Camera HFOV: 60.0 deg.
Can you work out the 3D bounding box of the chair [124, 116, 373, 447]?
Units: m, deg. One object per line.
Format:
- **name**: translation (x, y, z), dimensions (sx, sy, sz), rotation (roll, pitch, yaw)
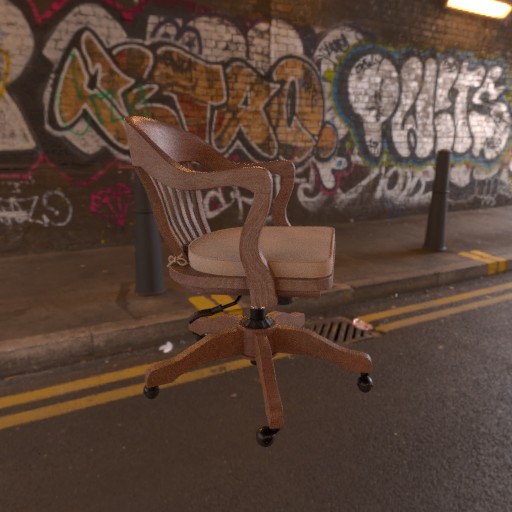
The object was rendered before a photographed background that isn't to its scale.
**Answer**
- **chair**: translation (0.000, 0.000, 1.445), dimensions (0.788, 0.878, 0.750), rotation (3, 14, 10)
